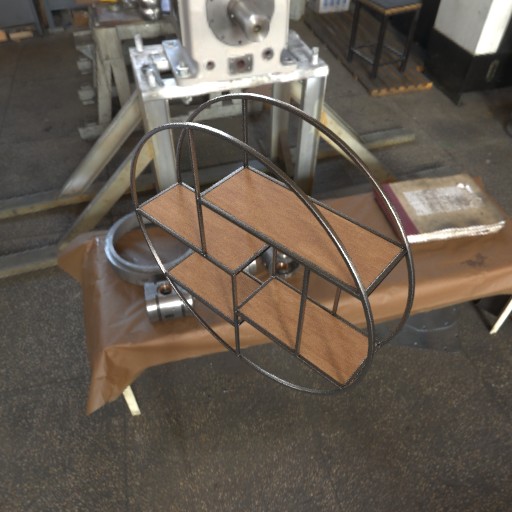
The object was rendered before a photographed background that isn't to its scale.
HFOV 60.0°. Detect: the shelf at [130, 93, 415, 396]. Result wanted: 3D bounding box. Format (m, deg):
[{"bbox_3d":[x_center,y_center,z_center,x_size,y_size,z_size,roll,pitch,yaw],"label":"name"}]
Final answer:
[{"bbox_3d":[0.000,0.000,1.309,0.888,0.888,0.202,32,54,27],"label":"shelf"}]
